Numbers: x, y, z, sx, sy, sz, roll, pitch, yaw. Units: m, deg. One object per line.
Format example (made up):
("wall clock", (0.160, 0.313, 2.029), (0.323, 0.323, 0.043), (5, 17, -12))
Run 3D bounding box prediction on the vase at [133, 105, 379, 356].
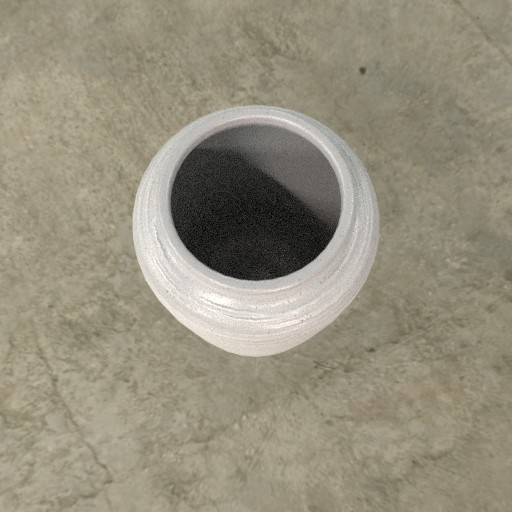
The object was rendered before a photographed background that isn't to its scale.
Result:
("vase", (0.000, 0.000, 0.466), (0.202, 0.335, 0.202), (0, 75, 0))
